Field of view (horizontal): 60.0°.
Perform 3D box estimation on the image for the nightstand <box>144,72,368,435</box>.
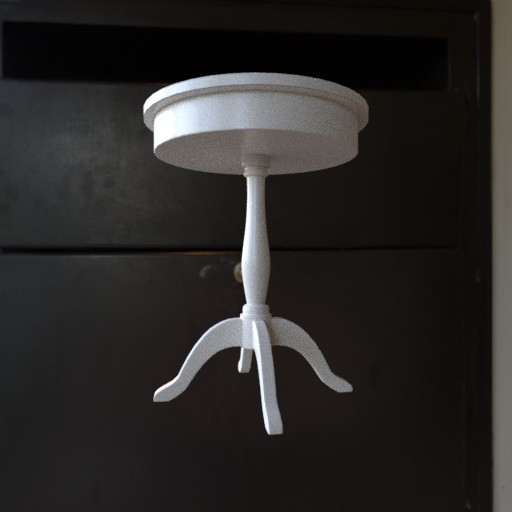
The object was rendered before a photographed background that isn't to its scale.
[{"bbox_3d":[0.000,0.000,1.042,0.513,0.653,0.513,0,0,0],"label":"nightstand"}]
